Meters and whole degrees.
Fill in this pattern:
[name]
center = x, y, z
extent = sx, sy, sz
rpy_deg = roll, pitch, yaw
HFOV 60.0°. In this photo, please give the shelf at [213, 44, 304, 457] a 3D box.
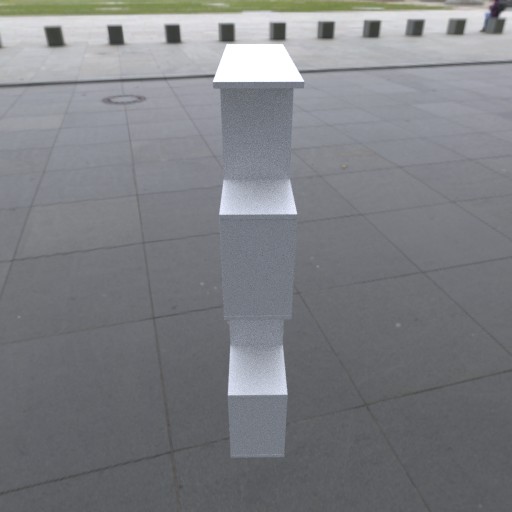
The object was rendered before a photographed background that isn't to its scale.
[shelf]
center = 0.000, 0.000, 2.010
extent = 0.250, 1.650, 0.890
rpy_deg = 0, 31, -1
